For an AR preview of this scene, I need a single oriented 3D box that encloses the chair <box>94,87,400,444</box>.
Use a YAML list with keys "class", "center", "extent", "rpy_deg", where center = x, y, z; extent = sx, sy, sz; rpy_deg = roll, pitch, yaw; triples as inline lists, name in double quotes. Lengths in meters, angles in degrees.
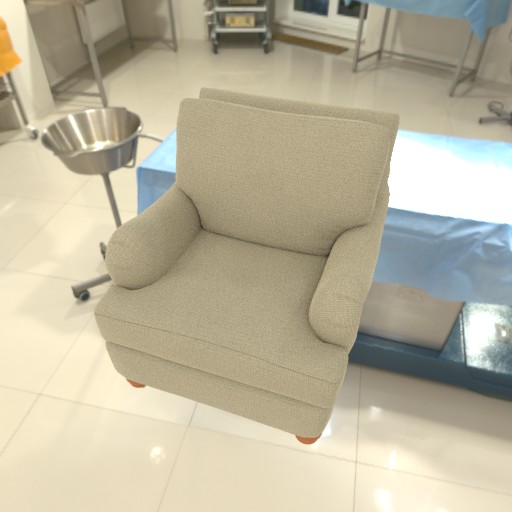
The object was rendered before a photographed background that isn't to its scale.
- class: "chair"
  center: [0.000, 0.000, 1.842]
  extent: [0.955, 1.038, 1.070]
  rpy_deg: [13, 43, 15]
